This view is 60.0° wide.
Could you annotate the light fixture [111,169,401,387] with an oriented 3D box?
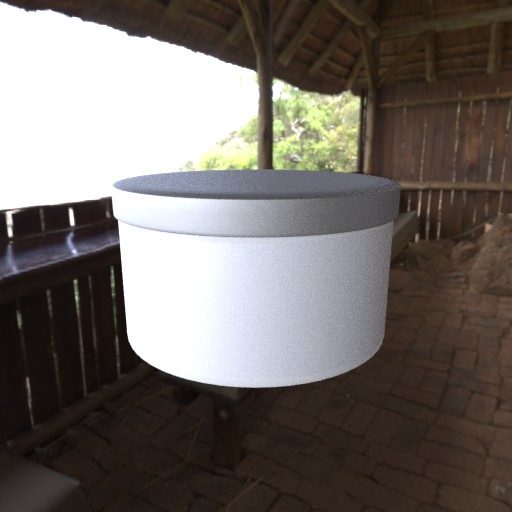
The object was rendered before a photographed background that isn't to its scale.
[{"bbox_3d":[0.000,0.000,0.659,0.393,0.229,0.393,0,15,0],"label":"light fixture"}]
